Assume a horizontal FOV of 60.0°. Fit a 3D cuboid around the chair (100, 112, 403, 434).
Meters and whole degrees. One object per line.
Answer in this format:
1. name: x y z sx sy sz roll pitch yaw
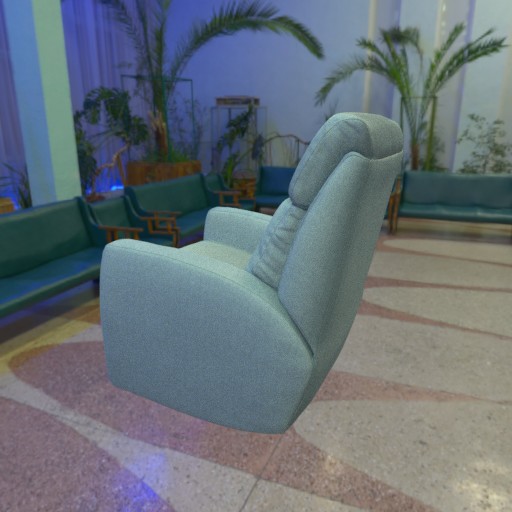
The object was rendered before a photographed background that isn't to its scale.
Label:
1. chair: 0.000 0.000 1.663 0.940 1.013 0.812 8 18 24
